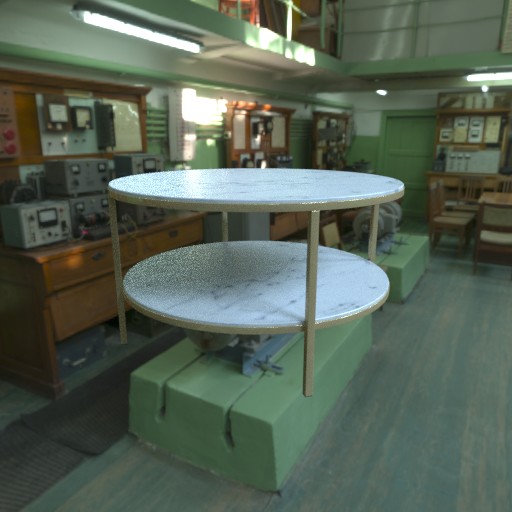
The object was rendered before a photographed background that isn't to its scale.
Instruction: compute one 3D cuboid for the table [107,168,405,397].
[{"bbox_3d":[0.000,0.000,1.312,0.800,0.450,0.800,0,16,0],"label":"table"}]
